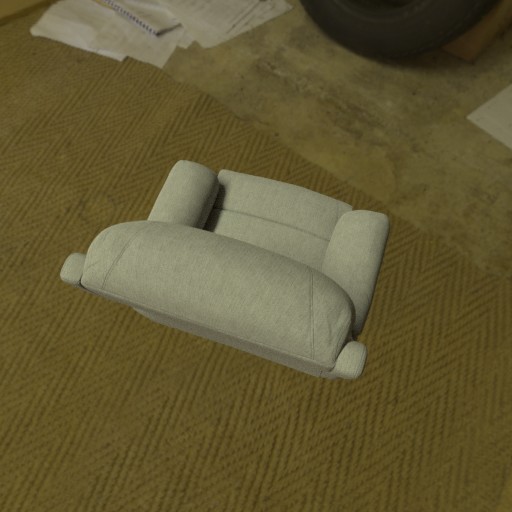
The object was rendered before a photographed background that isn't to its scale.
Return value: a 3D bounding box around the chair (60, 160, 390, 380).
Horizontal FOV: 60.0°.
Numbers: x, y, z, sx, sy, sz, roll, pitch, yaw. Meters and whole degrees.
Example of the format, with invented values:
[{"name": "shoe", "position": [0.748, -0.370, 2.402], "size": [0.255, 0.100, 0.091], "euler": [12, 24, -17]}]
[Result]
[{"name": "chair", "position": [0.000, 0.000, 1.713], "size": [0.930, 1.011, 0.899], "euler": [17, 63, 9]}]
